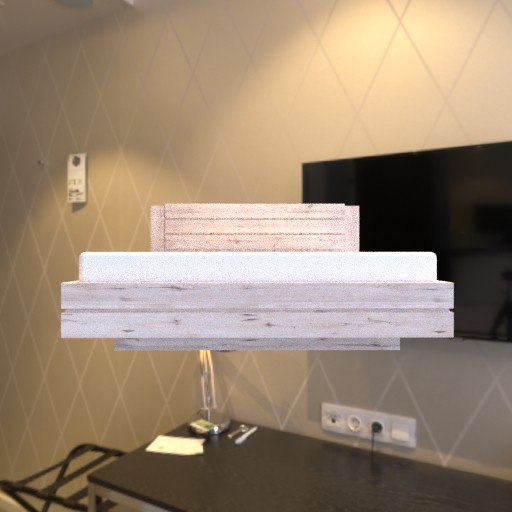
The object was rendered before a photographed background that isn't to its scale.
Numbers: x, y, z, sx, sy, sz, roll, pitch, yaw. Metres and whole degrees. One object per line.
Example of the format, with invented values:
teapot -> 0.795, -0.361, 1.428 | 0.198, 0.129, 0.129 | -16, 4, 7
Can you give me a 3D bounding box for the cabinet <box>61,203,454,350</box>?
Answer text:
cabinet -> 0.000, 0.000, 3.140 | 1.950, 0.970, 2.080 | 0, 0, -1
